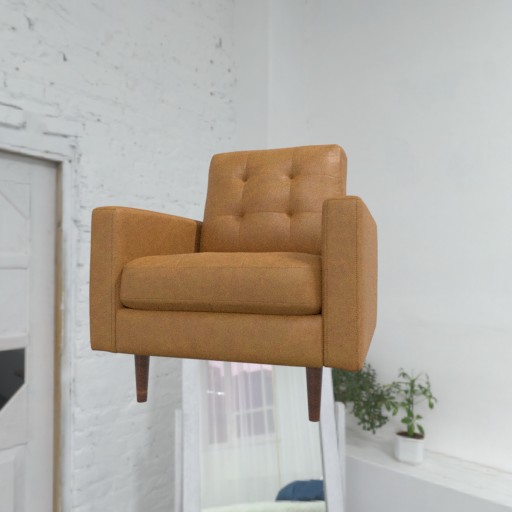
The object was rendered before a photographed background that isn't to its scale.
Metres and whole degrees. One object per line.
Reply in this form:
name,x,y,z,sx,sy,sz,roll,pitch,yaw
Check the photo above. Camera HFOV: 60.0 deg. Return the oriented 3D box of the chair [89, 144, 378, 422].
chair,0.000,0.000,1.592,0.831,0.896,0.868,0,-1,18
